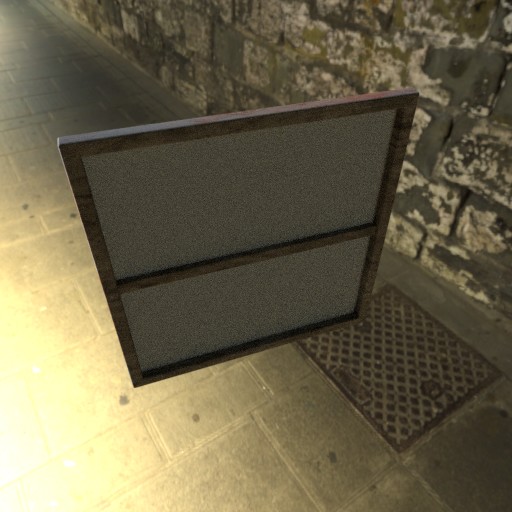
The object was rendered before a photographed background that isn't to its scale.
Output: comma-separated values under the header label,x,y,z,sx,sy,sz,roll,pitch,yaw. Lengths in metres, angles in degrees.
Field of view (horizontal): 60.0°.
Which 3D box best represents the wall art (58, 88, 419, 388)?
label,x,y,z,sx,sy,sz,roll,pitch,yaw
wall art,0.000,0.000,1.121,0.747,0.747,0.035,-13,42,-15
